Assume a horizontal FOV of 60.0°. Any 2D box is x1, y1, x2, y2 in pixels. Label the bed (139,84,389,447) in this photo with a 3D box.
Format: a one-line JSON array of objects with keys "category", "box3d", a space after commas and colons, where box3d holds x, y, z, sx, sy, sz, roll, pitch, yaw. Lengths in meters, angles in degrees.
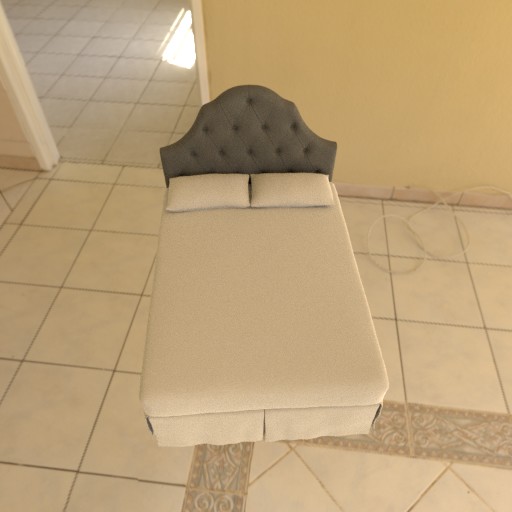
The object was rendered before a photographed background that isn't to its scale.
[{"category": "bed", "box3d": [0.000, 0.000, 3.282, 1.636, 1.575, 2.155, -2, 48, -2]}]
